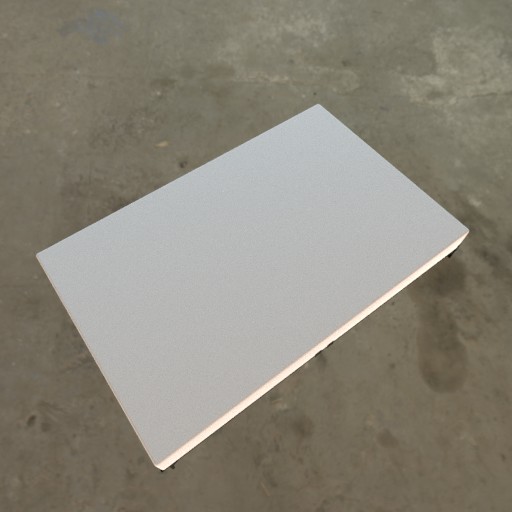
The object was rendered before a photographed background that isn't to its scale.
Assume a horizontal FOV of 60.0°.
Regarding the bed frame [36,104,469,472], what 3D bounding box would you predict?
[{"bbox_3d":[0.000,0.000,3.774,2.987,0.440,1.930,-32,64,-18],"label":"bed frame"}]
